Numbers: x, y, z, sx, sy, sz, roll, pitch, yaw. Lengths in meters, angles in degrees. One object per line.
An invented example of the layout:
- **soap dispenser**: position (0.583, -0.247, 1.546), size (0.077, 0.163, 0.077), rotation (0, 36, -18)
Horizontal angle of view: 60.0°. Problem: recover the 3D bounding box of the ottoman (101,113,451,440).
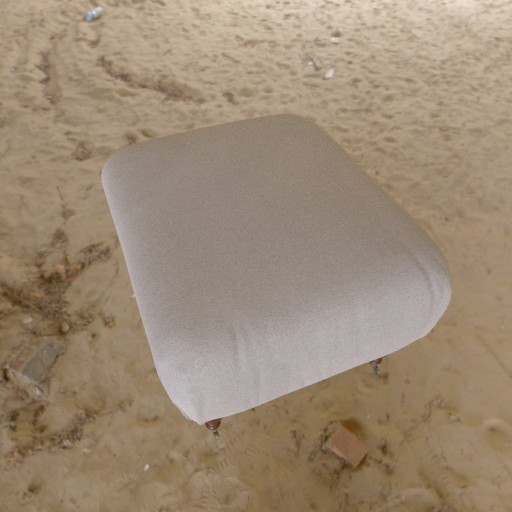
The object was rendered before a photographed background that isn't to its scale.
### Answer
- **ottoman**: position (0.000, 0.000, 1.127), size (0.622, 0.450, 0.746), rotation (-16, 48, -16)
